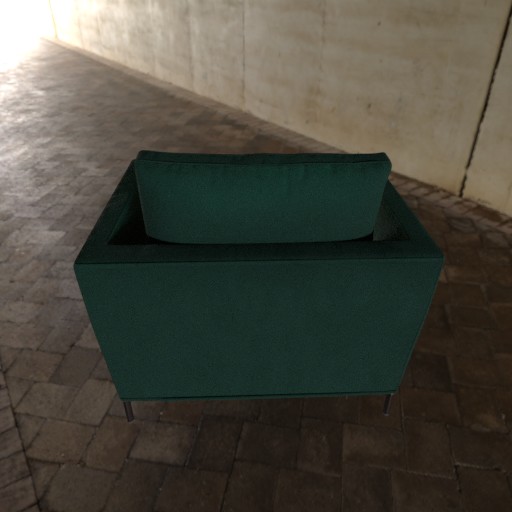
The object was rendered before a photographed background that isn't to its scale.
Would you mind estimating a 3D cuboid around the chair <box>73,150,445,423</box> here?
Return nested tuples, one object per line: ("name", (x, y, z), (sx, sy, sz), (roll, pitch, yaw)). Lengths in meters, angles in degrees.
("chair", (0.000, 0.000, 1.707), (1.047, 0.997, 0.852), (-1, 32, -2))
